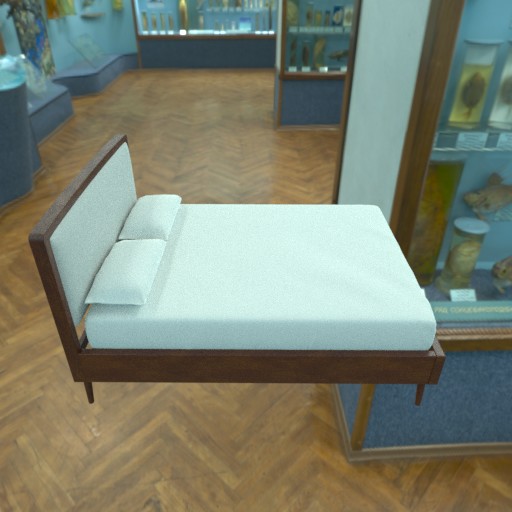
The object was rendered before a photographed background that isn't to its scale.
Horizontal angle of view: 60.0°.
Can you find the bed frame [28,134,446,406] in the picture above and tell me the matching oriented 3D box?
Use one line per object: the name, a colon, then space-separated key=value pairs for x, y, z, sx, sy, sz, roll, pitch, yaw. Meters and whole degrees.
bed frame: x=0.000 y=0.000 z=3.102 sx=2.171 sy=1.279 sz=1.587 roll=0 pitch=33 yaw=0
